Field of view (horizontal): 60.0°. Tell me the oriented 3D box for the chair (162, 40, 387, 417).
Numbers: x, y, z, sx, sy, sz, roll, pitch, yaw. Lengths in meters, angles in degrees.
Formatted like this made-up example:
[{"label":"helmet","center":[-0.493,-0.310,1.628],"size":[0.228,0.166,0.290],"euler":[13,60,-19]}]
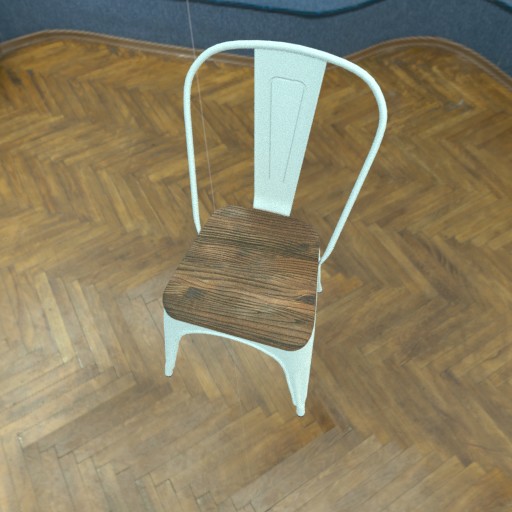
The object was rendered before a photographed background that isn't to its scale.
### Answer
[{"label":"chair","center":[0.000,0.000,1.134],"size":[0.452,0.851,0.521],"euler":[14,60,8]}]
